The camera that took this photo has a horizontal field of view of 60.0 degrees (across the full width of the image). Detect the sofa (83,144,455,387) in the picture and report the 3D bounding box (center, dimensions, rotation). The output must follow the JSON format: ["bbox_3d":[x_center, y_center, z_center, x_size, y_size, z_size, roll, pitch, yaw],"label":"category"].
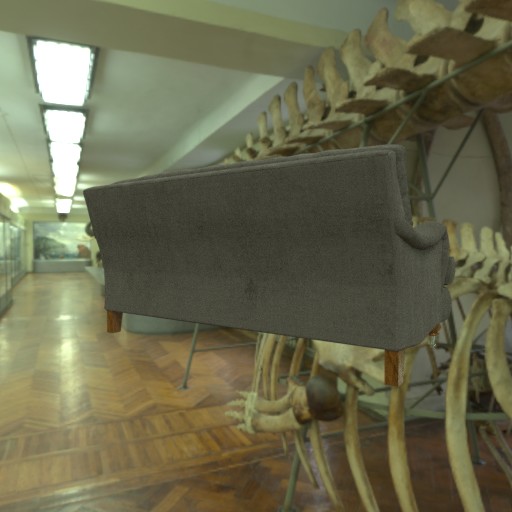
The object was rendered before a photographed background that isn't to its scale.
[{"bbox_3d":[0.000,0.000,2.796,2.165,1.087,1.086,1,2,36],"label":"sofa"}]
